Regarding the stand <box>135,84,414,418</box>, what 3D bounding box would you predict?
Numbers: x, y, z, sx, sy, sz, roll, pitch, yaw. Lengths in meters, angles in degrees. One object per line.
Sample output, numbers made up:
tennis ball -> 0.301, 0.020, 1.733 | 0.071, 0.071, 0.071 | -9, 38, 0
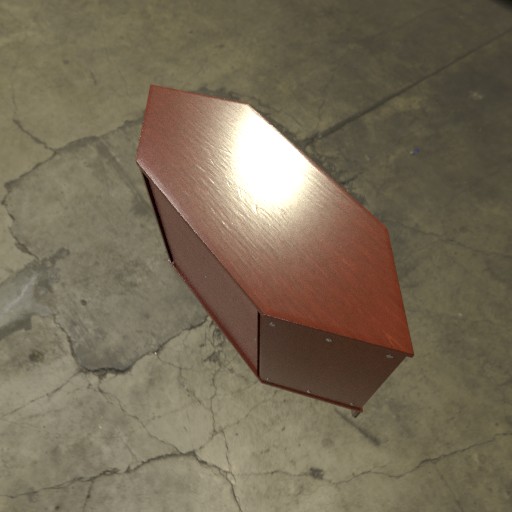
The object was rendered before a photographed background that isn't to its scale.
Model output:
stand -> 0.000, 0.000, 1.391 | 0.381, 0.614, 1.072 | -33, 64, -18
